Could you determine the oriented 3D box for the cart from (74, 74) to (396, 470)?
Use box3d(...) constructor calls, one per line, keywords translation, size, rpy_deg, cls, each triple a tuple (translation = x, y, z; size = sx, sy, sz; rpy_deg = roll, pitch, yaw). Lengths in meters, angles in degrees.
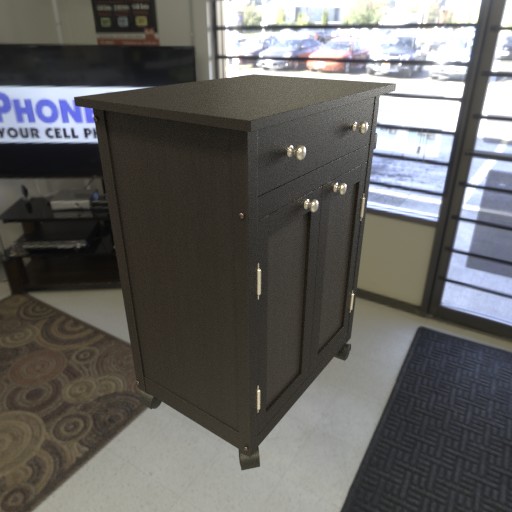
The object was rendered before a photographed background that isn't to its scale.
box3d(translation=(0.000, 0.000, 1.239), size=(0.456, 0.879, 0.660), rpy_deg=(18, 32, 31), cls="cart")
